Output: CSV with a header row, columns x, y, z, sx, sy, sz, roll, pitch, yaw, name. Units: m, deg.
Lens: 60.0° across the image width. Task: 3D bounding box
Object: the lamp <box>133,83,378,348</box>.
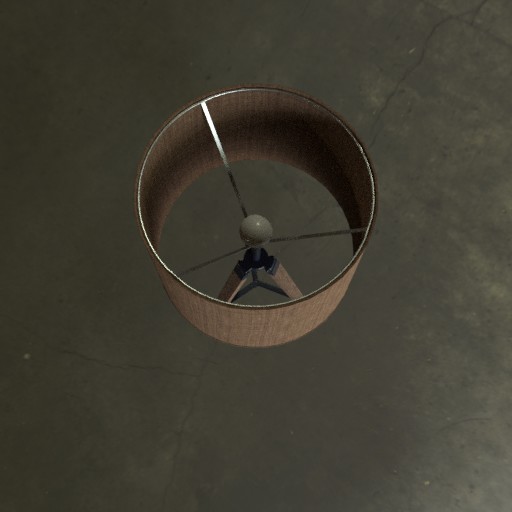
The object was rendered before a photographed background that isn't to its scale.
x,y,z,sx,sy,sz,roll,pitch,yaw,name
0.000,0.000,0.696,0.290,0.514,0.290,0,75,0,lamp
